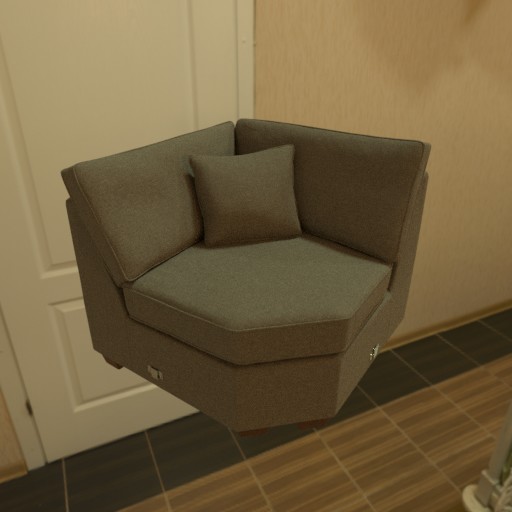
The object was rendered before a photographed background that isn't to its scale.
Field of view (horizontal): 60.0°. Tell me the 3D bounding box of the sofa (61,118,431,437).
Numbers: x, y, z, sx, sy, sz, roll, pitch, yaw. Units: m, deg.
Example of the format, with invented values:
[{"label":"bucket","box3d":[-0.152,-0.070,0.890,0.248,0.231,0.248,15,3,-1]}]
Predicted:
[{"label":"sofa","box3d":[0.000,0.000,1.833,1.042,0.951,1.050,18,31,32]}]
